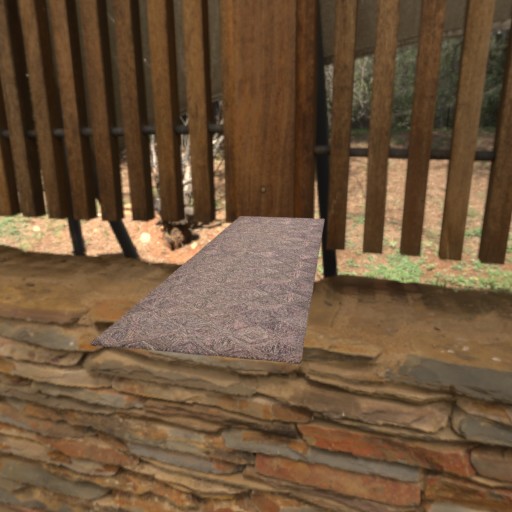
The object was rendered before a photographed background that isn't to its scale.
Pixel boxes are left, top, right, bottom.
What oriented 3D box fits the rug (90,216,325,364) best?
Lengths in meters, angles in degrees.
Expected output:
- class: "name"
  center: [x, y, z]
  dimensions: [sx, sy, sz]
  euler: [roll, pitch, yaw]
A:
- class: "rug"
  center: [0.000, 0.000, 2.474]
  dimensions: [0.691, 0.011, 2.296]
  euler: [3, 16, 10]
